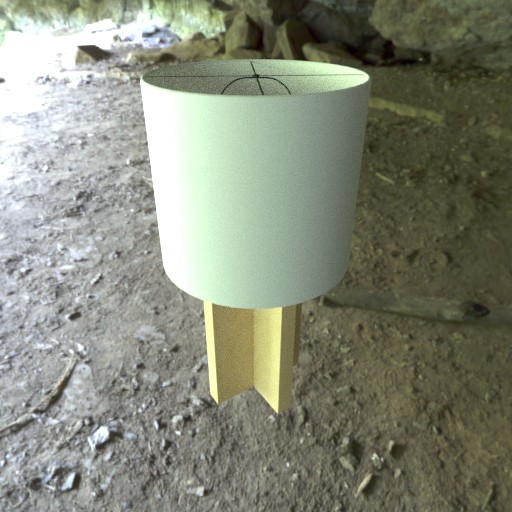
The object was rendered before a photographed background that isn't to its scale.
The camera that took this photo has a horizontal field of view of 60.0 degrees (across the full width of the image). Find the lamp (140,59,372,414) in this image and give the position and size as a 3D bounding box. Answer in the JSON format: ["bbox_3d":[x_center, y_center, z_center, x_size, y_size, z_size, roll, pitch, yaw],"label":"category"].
[{"bbox_3d":[0.000,0.000,0.556,0.229,0.428,0.229,-19,35,-28],"label":"lamp"}]
